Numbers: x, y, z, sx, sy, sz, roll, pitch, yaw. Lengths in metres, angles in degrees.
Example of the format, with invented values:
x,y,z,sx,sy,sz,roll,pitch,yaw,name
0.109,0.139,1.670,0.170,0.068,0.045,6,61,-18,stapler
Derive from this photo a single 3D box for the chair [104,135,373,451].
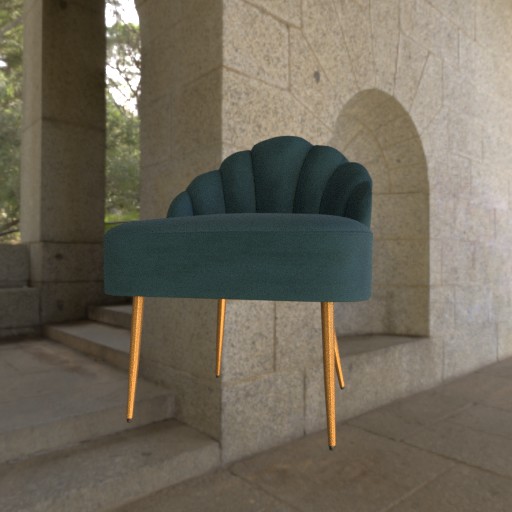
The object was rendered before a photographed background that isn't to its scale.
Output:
x,y,z,sx,sy,sz,roll,pitch,yaw,name
0.000,0.000,1.236,0.657,0.819,0.599,0,-1,19,chair
